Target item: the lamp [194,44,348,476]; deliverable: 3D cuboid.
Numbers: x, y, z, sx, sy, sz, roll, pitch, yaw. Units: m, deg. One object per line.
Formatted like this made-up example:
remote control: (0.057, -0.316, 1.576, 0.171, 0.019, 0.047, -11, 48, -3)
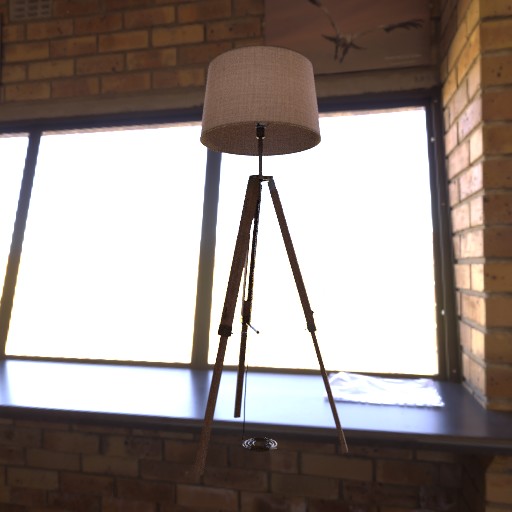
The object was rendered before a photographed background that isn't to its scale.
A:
lamp: (0.000, 0.000, 1.834, 0.604, 1.510, 0.587, 0, -1, -20)
